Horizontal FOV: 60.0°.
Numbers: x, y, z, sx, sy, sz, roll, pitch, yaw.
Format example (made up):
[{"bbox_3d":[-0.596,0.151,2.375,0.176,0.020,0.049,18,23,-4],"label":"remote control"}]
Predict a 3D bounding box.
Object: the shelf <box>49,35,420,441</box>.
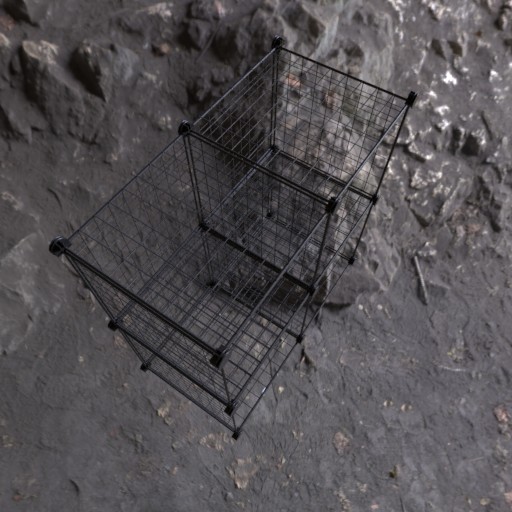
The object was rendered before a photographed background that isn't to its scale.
[{"bbox_3d":[0.000,0.000,1.136,0.356,0.711,0.711,30,64,17],"label":"shelf"}]
